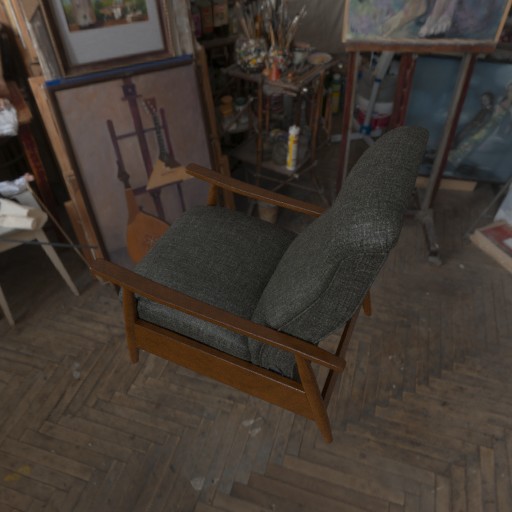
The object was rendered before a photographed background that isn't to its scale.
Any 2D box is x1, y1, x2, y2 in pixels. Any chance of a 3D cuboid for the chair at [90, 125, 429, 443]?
[{"bbox_3d":[0.000,0.000,1.783,1.014,1.082,0.762,17,47,16],"label":"chair"}]
